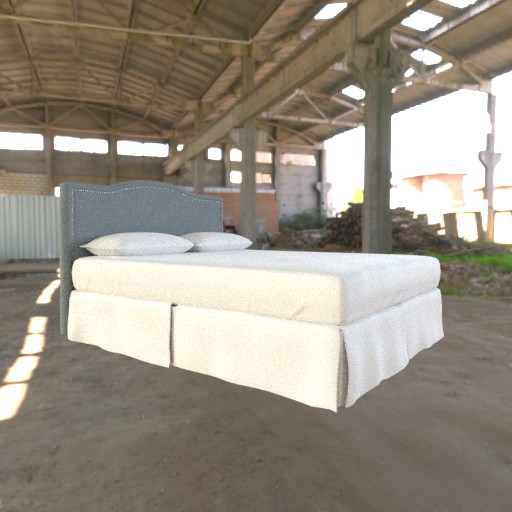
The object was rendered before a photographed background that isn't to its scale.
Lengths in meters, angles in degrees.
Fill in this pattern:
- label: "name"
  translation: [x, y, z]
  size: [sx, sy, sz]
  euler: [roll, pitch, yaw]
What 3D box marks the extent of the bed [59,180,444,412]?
- label: "bed"
  translation: [0.000, 0.000, 3.840]
  size: [2.689, 1.457, 2.161]
  euler: [2, 4, 36]
